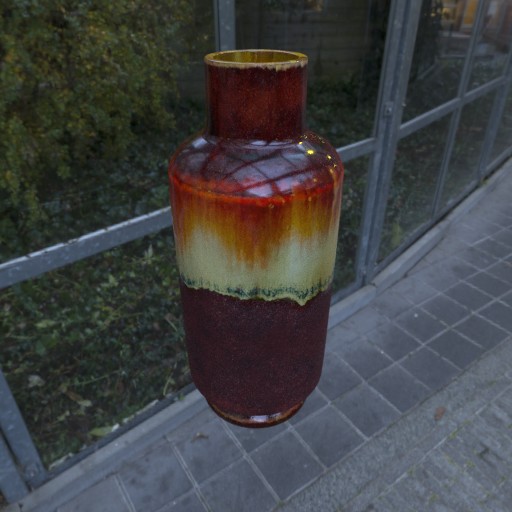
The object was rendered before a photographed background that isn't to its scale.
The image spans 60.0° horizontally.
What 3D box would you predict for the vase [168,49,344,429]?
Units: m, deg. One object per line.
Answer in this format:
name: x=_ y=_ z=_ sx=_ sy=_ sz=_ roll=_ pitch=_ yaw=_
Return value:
vase: x=0.000 y=0.000 z=0.314 sx=0.111 sy=0.261 sz=0.111 roll=0 pitch=32 yaw=0
